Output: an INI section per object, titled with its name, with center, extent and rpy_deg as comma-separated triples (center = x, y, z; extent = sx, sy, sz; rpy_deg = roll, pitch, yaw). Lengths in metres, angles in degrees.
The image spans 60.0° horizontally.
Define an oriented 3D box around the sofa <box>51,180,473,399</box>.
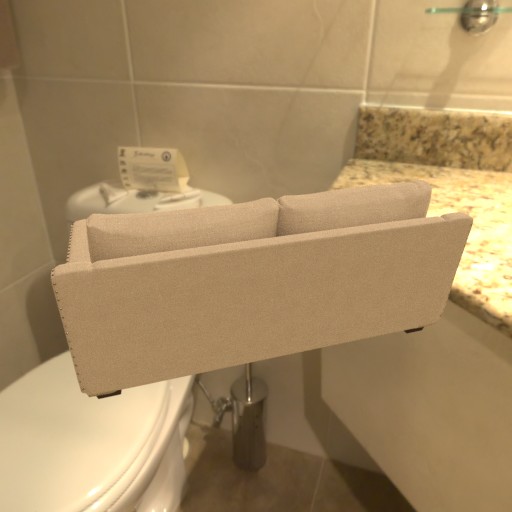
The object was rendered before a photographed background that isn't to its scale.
[sofa]
center = 0.000, 0.000, 2.698
extent = 2.107, 0.983, 1.104
rpy_deg = -8, 28, -16
